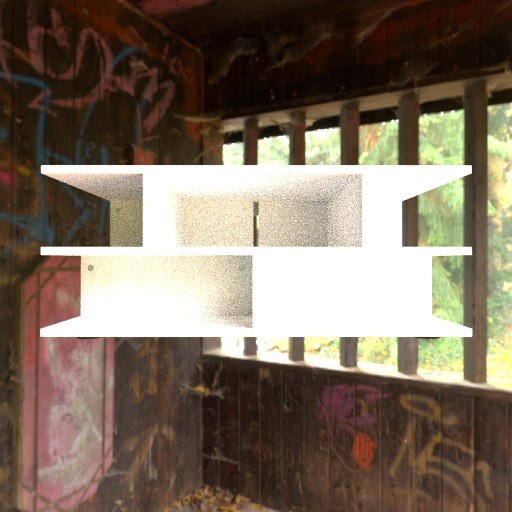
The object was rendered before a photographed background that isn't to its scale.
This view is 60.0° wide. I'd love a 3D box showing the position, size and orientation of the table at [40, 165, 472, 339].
[{"bbox_3d":[0.000,0.000,1.069,0.700,0.289,0.700,0,0,0],"label":"table"}]
